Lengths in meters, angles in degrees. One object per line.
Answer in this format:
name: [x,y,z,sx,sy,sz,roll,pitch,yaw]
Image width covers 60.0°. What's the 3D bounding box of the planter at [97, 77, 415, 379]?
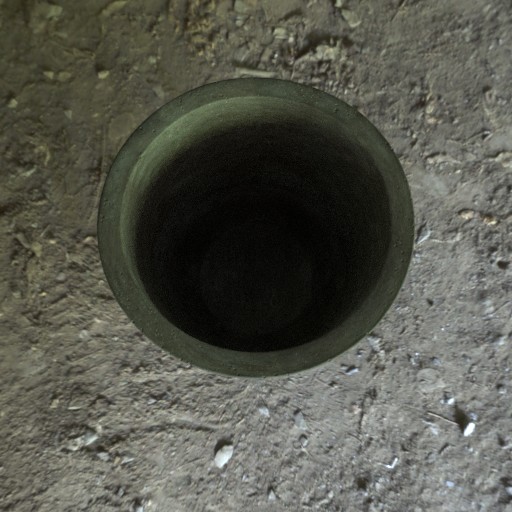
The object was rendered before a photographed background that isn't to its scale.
planter: [0.000,0.000,0.267,0.142,0.149,0.142,0,75,0]
